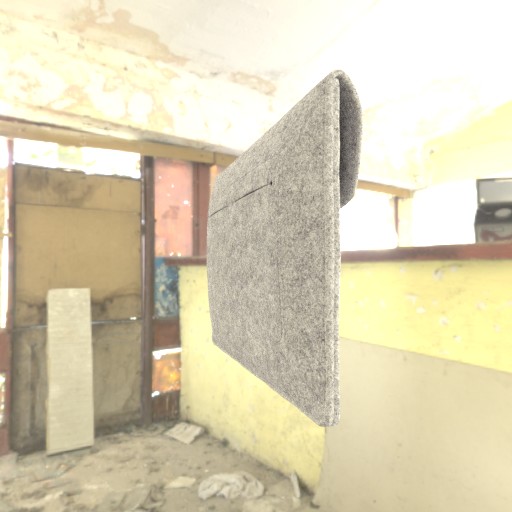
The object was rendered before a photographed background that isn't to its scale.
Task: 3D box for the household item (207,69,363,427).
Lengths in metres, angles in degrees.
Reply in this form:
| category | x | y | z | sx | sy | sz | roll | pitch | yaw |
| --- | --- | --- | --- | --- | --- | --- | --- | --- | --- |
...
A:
| category | x | y | z | sx | sy | sz | roll | pitch | yaw |
| --- | --- | --- | --- | --- | --- | --- | --- | --- | --- |
| household item | 0.000 | 0.000 | 0.429 | 0.057 | 0.221 | 0.335 | 1 | -2 | -17 |
